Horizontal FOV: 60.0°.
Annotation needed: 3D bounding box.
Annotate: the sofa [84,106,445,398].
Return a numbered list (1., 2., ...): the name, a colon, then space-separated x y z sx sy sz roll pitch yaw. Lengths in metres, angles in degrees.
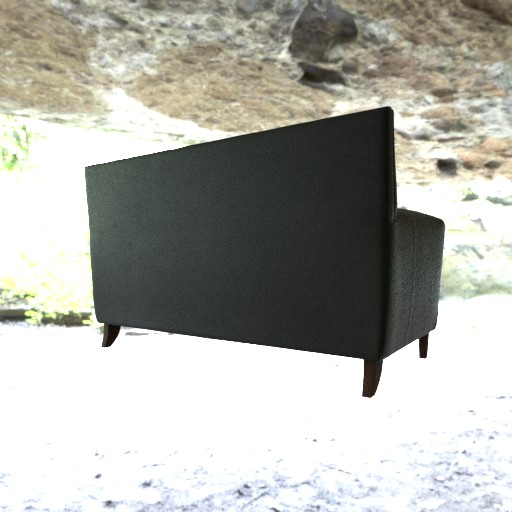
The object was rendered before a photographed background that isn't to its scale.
1. sofa: 0.000 0.000 2.009 1.473 0.871 0.787 0 0 35
